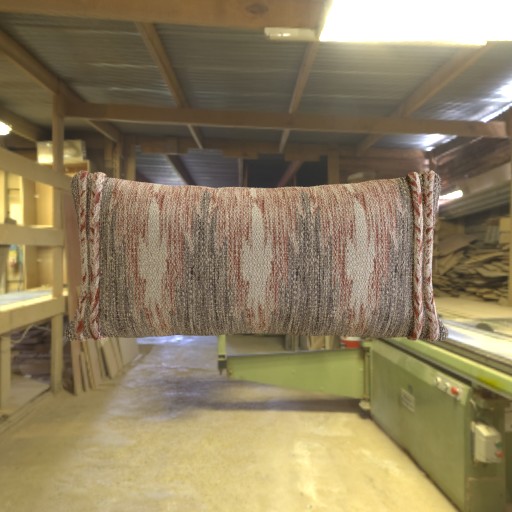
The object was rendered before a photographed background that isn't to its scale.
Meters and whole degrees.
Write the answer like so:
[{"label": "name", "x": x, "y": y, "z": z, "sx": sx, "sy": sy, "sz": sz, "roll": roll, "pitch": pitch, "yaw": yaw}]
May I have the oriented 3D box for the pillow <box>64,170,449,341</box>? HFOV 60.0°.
[{"label": "pillow", "x": 0.000, "y": 0.000, "z": 0.737, "sx": 0.635, "sy": 0.282, "sz": 0.139, "roll": 0, "pitch": -1, "yaw": 0}]
